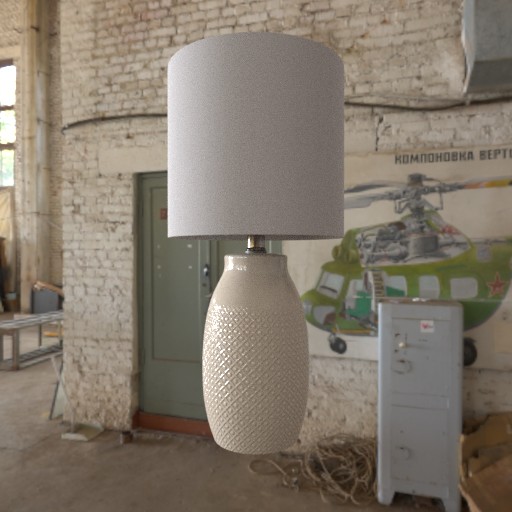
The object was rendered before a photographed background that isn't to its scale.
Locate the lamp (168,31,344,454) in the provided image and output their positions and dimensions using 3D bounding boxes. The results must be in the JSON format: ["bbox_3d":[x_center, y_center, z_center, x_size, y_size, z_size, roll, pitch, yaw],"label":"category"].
[{"bbox_3d":[0.000,0.000,0.555,0.217,0.453,0.217,0,0,-36],"label":"lamp"}]
